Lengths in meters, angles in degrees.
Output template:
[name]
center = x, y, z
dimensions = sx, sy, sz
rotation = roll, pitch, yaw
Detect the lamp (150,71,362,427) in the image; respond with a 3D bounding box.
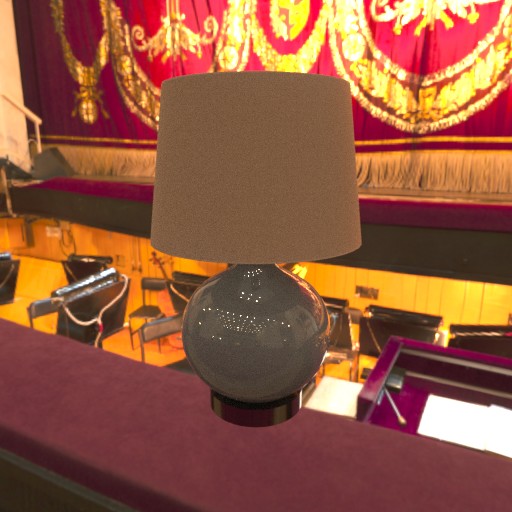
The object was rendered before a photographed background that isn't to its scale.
[lamp]
center = 0.000, 0.000, 0.536
dimensions = 0.247, 0.387, 0.247
rotation = 0, 14, 0
